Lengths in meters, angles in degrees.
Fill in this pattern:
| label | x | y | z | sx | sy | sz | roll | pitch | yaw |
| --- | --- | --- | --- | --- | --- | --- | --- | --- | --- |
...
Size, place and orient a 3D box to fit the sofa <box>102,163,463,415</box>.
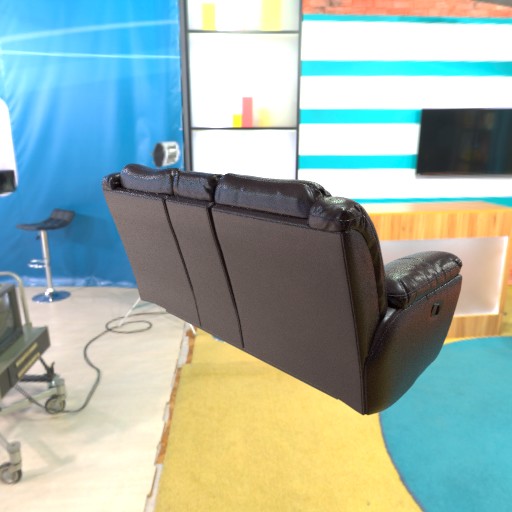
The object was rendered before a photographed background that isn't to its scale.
| label | x | y | z | sx | sy | sz | roll | pitch | yaw |
| --- | --- | --- | --- | --- | --- | --- | --- | --- | --- |
| sofa | 0.000 | 0.000 | 2.616 | 0.991 | 1.043 | 2.058 | -13 | 20 | -41 |
